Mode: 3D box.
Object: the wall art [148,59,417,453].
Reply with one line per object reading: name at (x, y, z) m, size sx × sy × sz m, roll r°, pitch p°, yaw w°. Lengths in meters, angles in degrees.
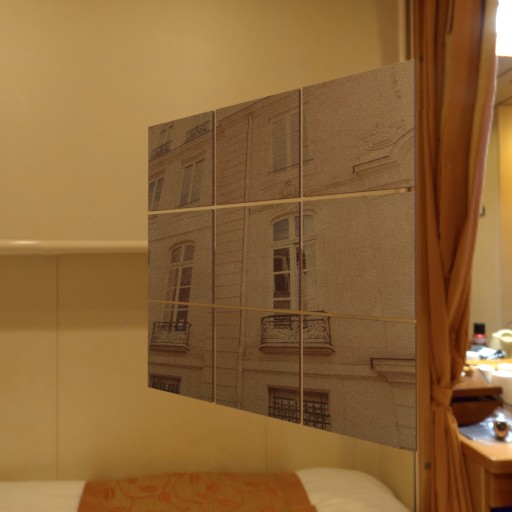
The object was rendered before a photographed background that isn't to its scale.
wall art at (0.000, 0.000, 1.297) m, size 0.915 × 0.913 × 0.018 m, roll 0°, pitch -1°, yaw 35°
